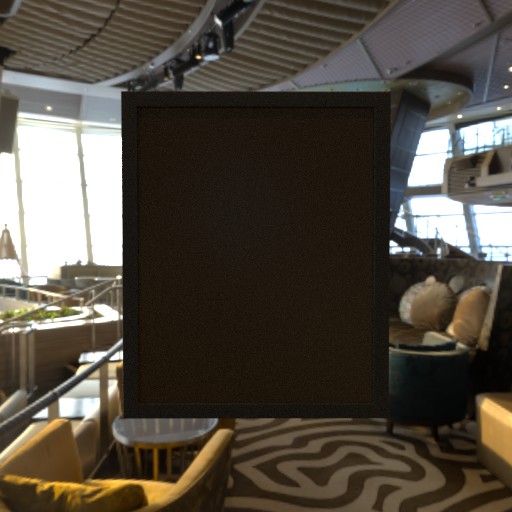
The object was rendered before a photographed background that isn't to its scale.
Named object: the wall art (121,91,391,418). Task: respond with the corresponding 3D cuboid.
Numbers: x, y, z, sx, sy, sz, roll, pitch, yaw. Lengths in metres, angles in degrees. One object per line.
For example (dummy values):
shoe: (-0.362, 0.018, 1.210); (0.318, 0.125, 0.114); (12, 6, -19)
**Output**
wall art: (0.000, 0.000, 0.768); (0.457, 0.558, 0.028); (0, 1, 0)
